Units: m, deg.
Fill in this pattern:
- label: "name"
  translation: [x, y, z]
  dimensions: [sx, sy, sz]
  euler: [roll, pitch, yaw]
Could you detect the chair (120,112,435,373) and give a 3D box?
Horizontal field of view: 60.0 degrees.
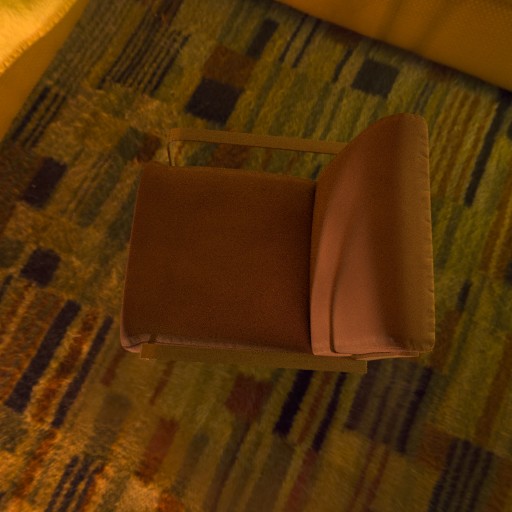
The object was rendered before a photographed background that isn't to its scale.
- label: "chair"
  translation: [0.000, 0.000, 1.453]
  dimensions: [0.848, 0.823, 0.701]
  euler: [4, 76, 1]
